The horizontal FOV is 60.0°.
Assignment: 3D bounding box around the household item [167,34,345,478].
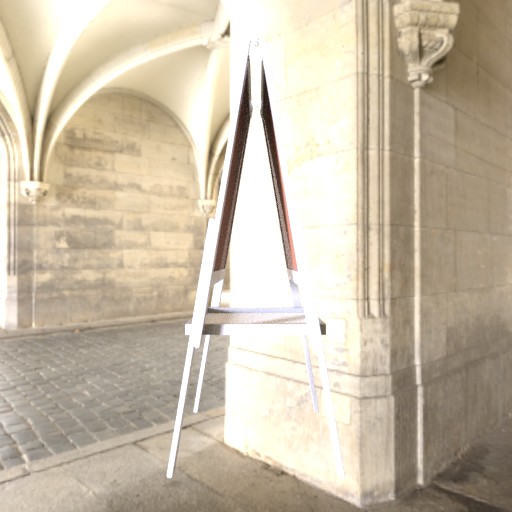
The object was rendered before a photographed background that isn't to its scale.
[{"bbox_3d":[0.000,0.000,1.434,0.469,1.172,0.531,0,0,0],"label":"household item"}]
